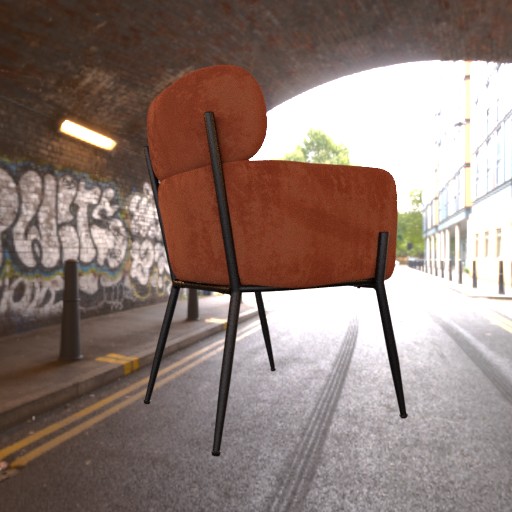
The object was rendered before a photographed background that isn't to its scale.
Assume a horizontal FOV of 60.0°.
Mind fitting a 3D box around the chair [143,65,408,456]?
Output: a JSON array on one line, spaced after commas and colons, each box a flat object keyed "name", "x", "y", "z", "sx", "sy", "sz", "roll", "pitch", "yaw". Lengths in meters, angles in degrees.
[{"name": "chair", "x": 0.000, "y": 0.000, "z": 1.130, "sx": 0.523, "sy": 0.772, "sz": 0.561, "roll": 0, "pitch": 0, "yaw": -34}]
